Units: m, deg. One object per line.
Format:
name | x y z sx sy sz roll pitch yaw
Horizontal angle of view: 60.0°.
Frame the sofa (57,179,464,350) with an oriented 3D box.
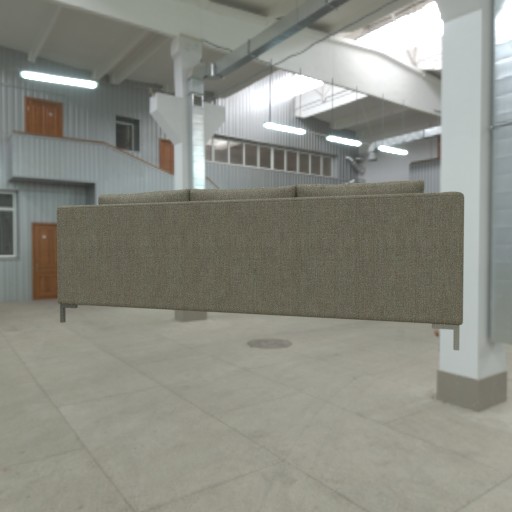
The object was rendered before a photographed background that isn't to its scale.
sofa | 0.000 0.000 2.947 2.415 0.867 0.969 0 1 19
